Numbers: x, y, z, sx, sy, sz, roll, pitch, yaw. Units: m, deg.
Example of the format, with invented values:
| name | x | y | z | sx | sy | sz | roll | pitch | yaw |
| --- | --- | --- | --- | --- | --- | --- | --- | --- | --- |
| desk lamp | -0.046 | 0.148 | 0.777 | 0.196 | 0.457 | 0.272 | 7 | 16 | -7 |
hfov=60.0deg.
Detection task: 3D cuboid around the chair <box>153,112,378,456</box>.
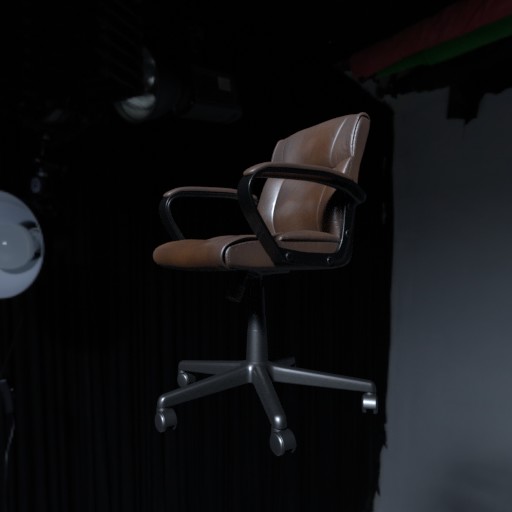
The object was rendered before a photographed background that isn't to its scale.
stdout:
| name | x | y | z | sx | sy | sz | roll | pitch | yaw |
| --- | --- | --- | --- | --- | --- | --- | --- | --- | --- |
| chair | 0.000 | 0.000 | 1.488 | 0.717 | 1.004 | 0.739 | 0 | 0 | -35 |
